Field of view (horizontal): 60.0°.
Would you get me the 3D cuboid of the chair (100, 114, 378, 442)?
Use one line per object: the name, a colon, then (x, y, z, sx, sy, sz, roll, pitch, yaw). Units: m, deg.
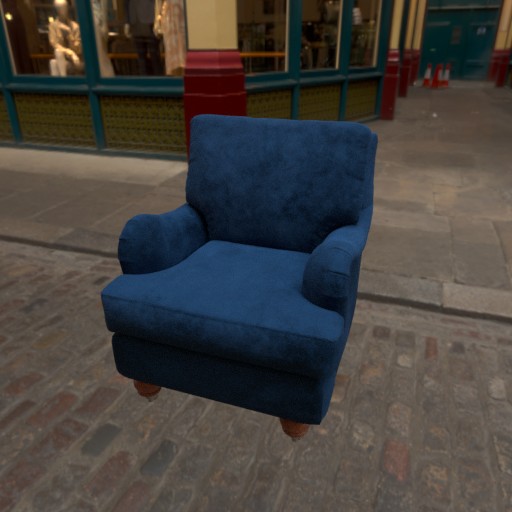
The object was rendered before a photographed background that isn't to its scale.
chair: (0.000, 0.000, 1.905, 0.895, 1.076, 1.078, 9, 27, 17)
